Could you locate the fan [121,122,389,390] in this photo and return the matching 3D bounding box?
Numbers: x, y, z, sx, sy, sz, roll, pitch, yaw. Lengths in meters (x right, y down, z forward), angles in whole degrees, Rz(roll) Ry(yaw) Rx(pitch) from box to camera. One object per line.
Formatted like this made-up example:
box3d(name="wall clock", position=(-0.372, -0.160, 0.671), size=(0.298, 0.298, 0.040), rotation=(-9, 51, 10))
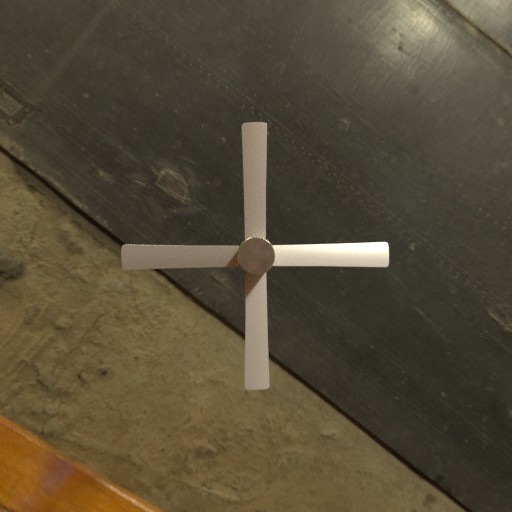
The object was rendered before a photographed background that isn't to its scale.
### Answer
box3d(name="fan", position=(0.000, 0.000, 2.350), size=(1.525, 0.539, 1.525), rotation=(0, 90, -1))
